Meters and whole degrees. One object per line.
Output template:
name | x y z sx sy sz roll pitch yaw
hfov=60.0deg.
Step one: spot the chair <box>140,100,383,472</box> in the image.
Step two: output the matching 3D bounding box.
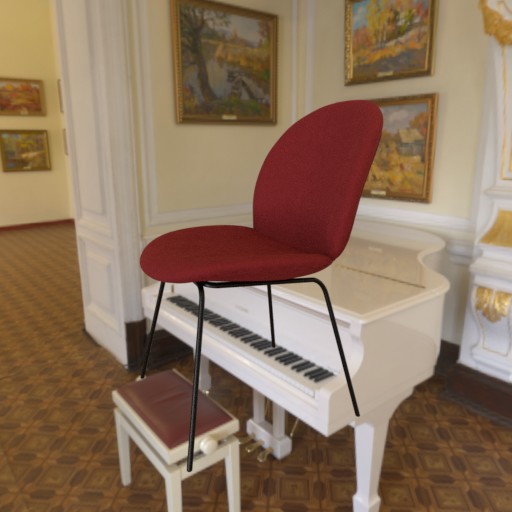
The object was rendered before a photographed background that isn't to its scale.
chair | 0.000 0.000 1.158 0.587 0.791 0.458 -7 16 -26
